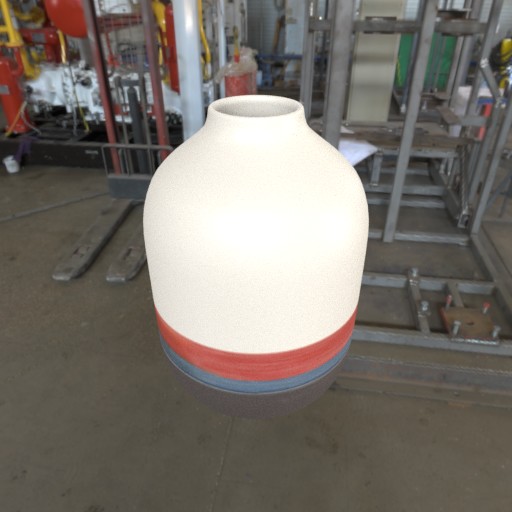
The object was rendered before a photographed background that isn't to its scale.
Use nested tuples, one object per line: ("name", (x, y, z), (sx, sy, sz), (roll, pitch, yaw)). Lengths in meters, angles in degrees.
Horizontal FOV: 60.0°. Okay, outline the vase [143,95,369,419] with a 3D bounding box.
("vase", (0.000, 0.000, 0.358), (0.169, 0.237, 0.169), (0, 32, 0))
